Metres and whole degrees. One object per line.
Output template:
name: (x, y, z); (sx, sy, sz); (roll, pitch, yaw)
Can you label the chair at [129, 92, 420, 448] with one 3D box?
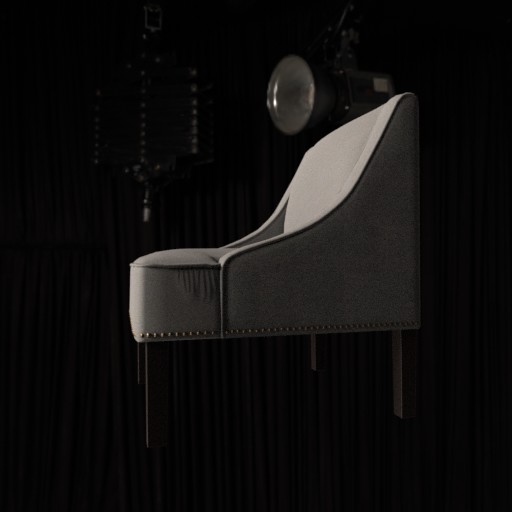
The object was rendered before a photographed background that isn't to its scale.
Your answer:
chair: (0.000, 0.000, 1.371); (0.747, 0.867, 0.631); (0, -1, -17)
